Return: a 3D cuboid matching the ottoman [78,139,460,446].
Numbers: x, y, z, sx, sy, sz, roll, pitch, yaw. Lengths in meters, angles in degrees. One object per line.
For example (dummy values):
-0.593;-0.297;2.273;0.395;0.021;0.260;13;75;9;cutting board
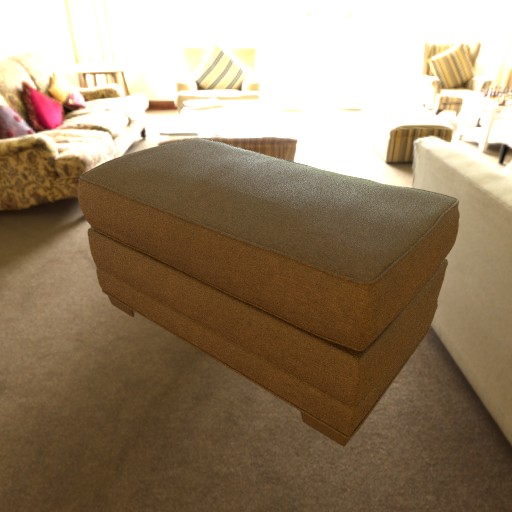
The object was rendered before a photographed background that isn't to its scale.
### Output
0.000;0.000;1.168;0.864;0.448;0.490;22;37;33;ottoman
